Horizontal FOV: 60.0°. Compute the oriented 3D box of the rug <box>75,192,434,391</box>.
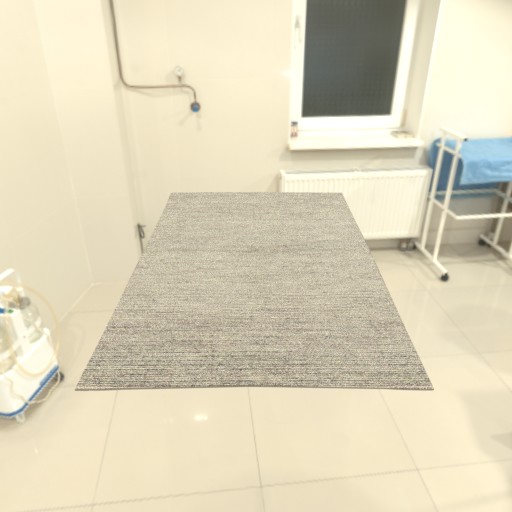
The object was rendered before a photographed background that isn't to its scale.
[{"bbox_3d":[0.000,0.000,2.214,1.162,0.022,1.804,0,29,0],"label":"rug"}]
